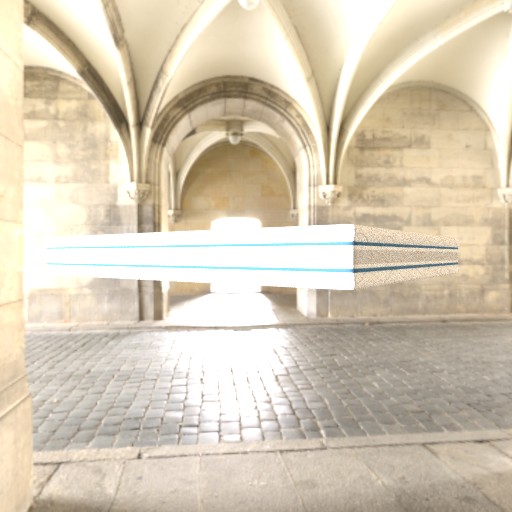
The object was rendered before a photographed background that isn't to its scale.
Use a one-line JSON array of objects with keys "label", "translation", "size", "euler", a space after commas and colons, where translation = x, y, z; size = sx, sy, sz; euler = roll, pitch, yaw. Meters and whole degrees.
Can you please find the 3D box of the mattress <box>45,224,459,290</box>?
[{"label": "mattress", "translation": [0.000, 0.000, 2.728], "size": [2.000, 0.230, 1.600], "euler": [0, 0, 36]}]
